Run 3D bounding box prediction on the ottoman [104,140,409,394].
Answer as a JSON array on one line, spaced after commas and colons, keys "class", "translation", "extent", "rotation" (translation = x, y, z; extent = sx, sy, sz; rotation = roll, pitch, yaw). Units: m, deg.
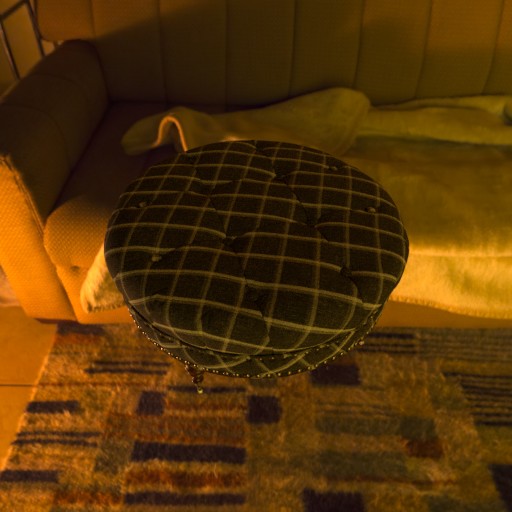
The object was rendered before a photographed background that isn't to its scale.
[{"class": "ottoman", "translation": [0.000, 0.000, 1.426], "extent": [0.901, 0.439, 0.901], "rotation": [0, 42, 0]}]
